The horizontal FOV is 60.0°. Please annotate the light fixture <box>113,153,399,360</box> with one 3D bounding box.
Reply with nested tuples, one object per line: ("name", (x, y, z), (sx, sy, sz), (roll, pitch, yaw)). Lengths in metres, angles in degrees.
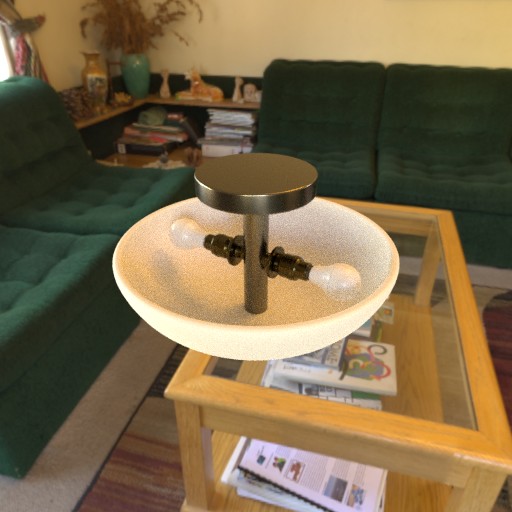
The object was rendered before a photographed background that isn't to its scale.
("light fixture", (0.000, 0.000, 0.537), (0.330, 0.214, 0.330), (0, 30, 0))
